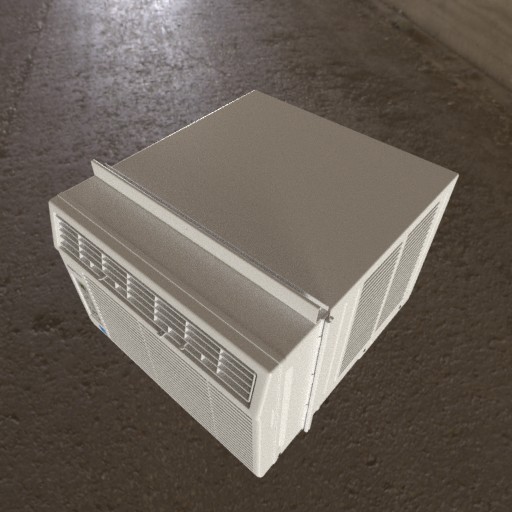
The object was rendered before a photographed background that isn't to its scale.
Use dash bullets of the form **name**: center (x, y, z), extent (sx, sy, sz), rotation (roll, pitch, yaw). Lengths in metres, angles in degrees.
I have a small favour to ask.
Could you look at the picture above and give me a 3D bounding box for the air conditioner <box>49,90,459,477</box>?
- **air conditioner**: center (0.000, 0.000, 0.871), extent (0.503, 0.388, 0.546), rotation (32, 55, 27)
